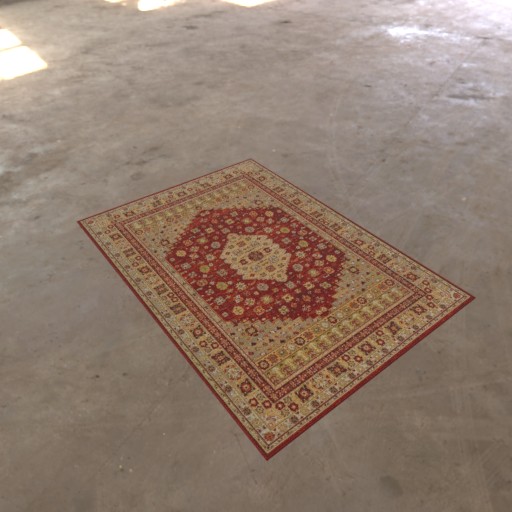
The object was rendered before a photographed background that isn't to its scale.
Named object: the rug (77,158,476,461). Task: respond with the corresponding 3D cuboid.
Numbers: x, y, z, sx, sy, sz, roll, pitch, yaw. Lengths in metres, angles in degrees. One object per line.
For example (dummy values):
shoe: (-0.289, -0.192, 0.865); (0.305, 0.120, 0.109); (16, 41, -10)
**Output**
rug: (0.000, 0.000, 2.932); (1.593, 0.013, 2.211); (-26, 47, -28)
